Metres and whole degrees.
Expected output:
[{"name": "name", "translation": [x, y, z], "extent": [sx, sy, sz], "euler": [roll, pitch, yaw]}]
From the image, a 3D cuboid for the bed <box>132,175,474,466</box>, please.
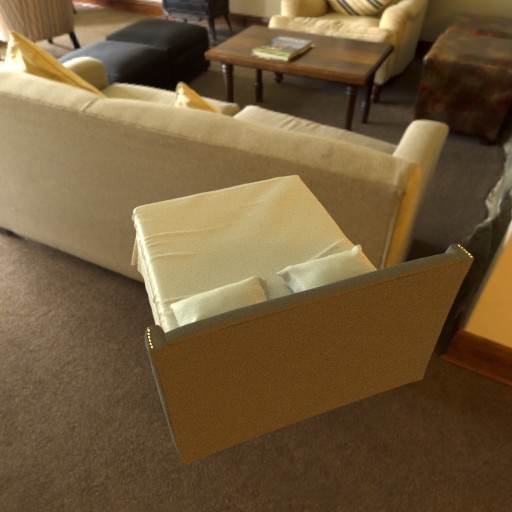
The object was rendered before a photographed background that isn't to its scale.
[{"name": "bed", "translation": [0.000, 0.000, 3.546], "extent": [1.925, 1.332, 2.276], "euler": [-14, 44, -15]}]
